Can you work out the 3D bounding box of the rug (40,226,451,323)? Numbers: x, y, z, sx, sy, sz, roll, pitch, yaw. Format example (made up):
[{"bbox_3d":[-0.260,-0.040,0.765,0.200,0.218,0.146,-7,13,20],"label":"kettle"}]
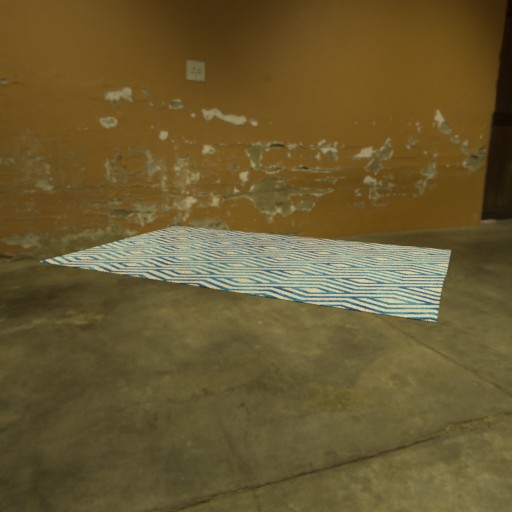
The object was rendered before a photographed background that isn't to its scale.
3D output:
[{"bbox_3d":[0.000,0.000,3.079,2.439,0.008,1.531,6,15,25],"label":"rug"}]
